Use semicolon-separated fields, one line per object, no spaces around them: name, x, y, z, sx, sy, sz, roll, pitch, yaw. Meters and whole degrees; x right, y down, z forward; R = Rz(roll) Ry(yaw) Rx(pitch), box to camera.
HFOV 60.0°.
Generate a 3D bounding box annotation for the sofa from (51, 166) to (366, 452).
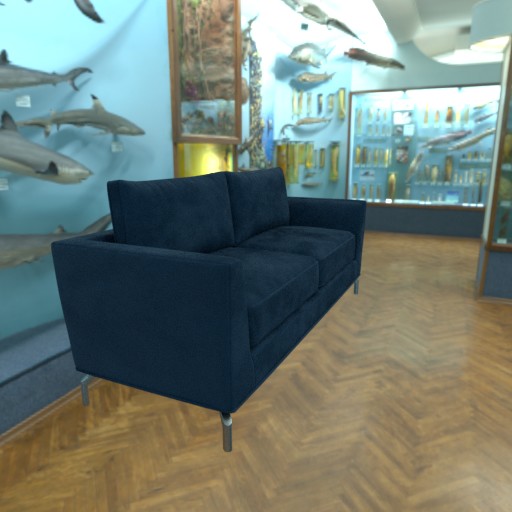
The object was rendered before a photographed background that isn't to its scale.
sofa;0.000;0.000;2.674;0.853;0.998;2.212;6;15;25
